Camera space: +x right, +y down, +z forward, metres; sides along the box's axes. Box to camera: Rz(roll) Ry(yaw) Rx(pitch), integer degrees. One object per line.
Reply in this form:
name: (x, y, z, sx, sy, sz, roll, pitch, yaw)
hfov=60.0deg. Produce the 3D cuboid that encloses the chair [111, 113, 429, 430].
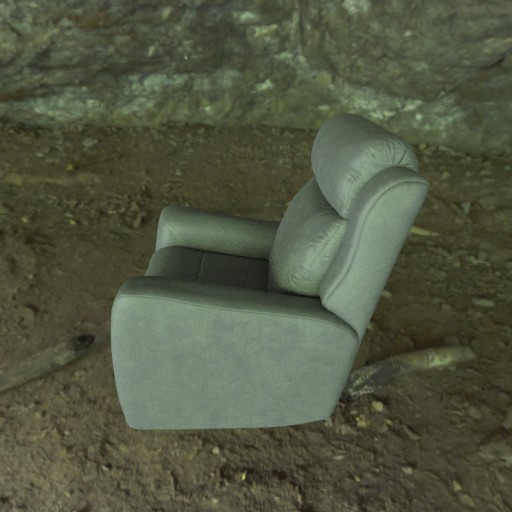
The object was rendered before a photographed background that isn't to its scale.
chair: (0.000, 0.000, 1.909, 1.068, 1.116, 0.967, 0, 25, -1)
